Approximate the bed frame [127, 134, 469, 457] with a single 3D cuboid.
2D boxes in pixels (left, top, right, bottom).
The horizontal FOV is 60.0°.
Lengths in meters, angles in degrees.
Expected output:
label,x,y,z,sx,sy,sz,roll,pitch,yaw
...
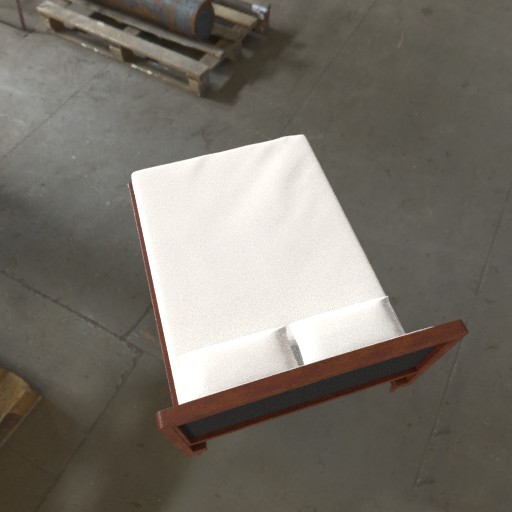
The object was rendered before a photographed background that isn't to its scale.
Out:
label,x,y,z,sx,sy,sz,roll,pitch,yaw
bed frame,0.000,0.000,3.157,1.587,1.279,2.171,-15,60,-9
